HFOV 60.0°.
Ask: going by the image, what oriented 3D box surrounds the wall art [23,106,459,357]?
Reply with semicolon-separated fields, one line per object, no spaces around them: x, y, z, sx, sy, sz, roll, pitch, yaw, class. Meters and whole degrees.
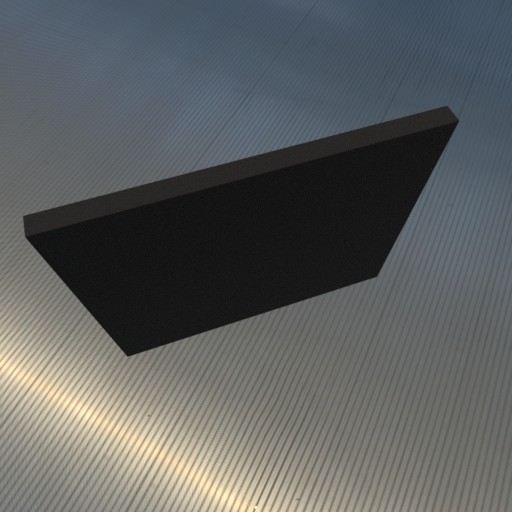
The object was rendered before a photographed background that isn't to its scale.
0.000;0.000;0.747;0.558;0.457;0.031;-17;62;-9;wall art
